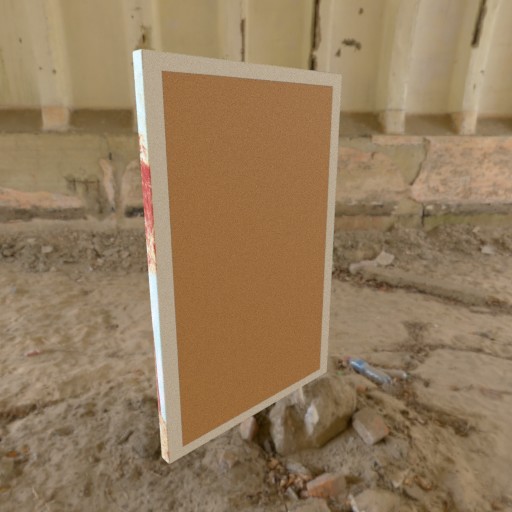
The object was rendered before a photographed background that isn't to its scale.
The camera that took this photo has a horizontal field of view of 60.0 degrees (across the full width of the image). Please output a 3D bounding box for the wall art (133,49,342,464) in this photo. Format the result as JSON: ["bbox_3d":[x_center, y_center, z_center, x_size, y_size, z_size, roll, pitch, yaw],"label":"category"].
[{"bbox_3d":[0.000,0.000,1.144,0.605,0.915,0.037,-15,22,-41],"label":"wall art"}]
